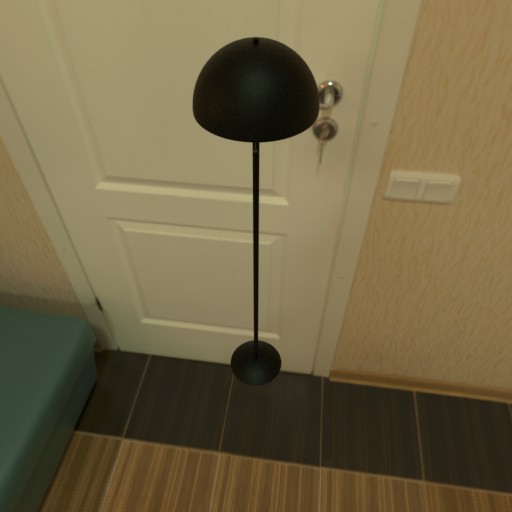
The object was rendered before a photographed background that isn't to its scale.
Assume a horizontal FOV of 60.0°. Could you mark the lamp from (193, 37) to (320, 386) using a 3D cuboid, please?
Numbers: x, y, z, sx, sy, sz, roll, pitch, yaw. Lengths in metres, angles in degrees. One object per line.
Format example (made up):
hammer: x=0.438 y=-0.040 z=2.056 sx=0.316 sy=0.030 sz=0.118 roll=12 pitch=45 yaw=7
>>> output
lamp: x=0.000 y=0.000 z=1.568 sx=0.328 sy=1.480 sz=0.328 roll=-16 pitch=49 yaw=-14
